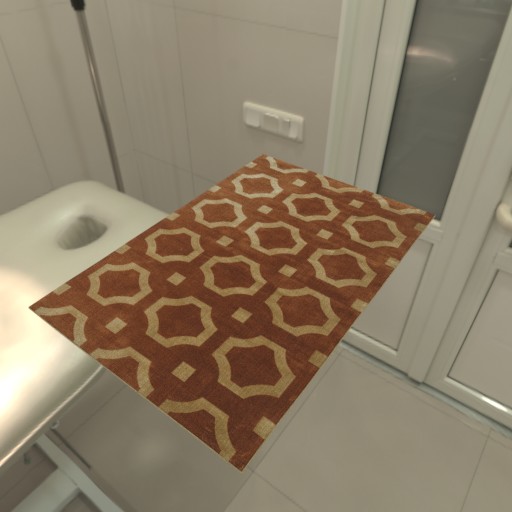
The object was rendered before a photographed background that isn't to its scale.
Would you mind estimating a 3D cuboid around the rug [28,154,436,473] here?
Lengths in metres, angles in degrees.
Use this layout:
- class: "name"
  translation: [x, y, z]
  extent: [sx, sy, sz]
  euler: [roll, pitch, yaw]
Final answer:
- class: "rug"
  translation: [0.000, 0.000, 2.877]
  extent: [1.555, 0.016, 2.286]
  euler: [26, 47, 27]
